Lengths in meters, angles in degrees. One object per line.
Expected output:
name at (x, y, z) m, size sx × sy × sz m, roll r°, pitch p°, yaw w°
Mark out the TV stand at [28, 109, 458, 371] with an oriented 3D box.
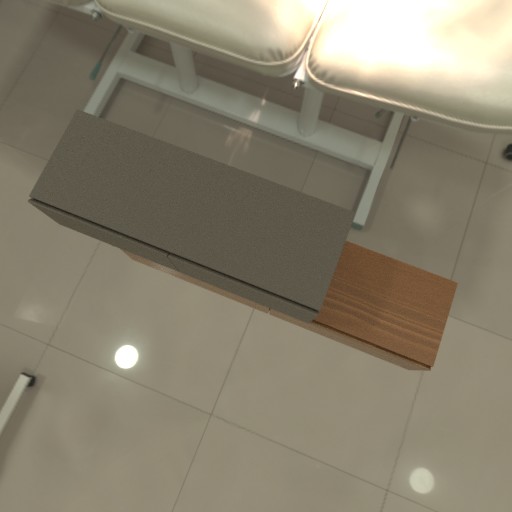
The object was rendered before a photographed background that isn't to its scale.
TV stand at (0.000, 0.000, 1.577) m, size 1.336 × 0.591 × 0.329 m, roll 21°, pitch 77°, yaw 5°
